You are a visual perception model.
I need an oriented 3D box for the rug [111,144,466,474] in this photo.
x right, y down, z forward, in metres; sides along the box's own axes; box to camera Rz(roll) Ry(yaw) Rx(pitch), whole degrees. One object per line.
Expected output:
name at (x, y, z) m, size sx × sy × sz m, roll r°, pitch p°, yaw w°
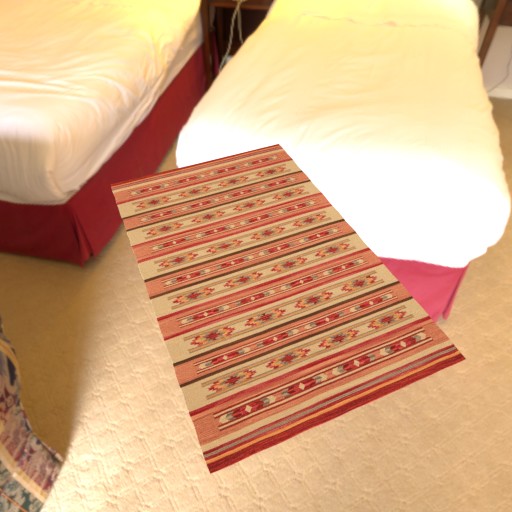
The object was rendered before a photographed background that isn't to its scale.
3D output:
rug at (0.000, 0.000, 3.062) m, size 1.535 × 0.010 × 2.431 m, roll -17°, pitch 49°, yaw -16°
